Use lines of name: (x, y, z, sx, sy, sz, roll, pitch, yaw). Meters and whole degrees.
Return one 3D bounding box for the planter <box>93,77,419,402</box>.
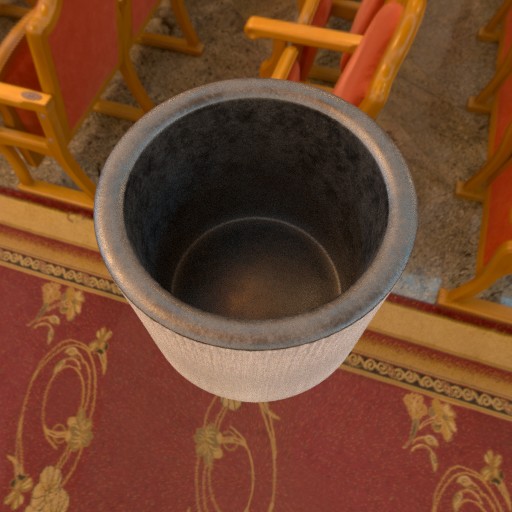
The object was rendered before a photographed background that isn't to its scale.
planter: (0.000, 0.000, 0.218, 0.125, 0.112, 0.125, 0, 63, 0)
